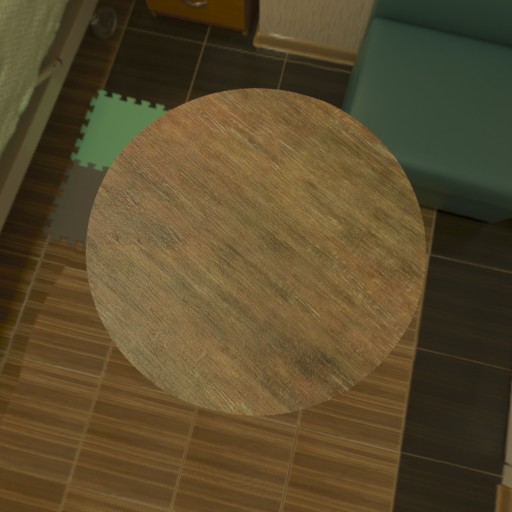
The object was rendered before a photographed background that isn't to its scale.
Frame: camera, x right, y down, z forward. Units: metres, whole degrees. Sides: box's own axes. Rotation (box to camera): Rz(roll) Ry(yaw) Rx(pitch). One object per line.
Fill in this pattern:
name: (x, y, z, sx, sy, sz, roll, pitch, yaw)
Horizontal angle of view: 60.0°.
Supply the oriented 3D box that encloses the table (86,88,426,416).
table: (0.000, 0.000, 1.490, 0.974, 0.450, 0.974, 0, 76, 0)
